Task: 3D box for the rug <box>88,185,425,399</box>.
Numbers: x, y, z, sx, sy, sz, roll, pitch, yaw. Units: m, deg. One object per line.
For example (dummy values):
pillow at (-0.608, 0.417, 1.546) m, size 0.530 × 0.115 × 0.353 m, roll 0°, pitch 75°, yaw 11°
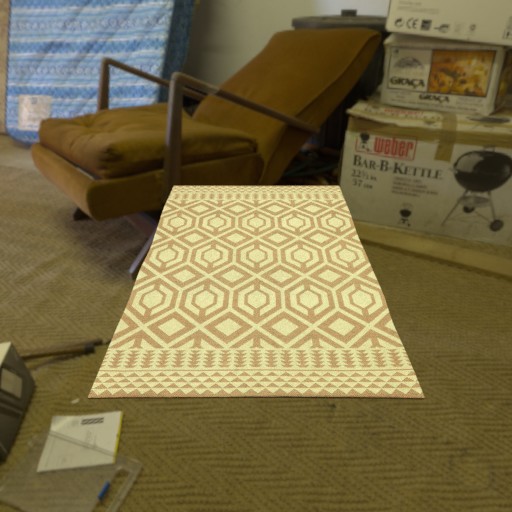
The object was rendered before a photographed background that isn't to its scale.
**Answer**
rug at (0.000, 0.000, 3.024) m, size 1.526 × 0.011 × 2.435 m, roll 0°, pitch 32°, yaw 0°
